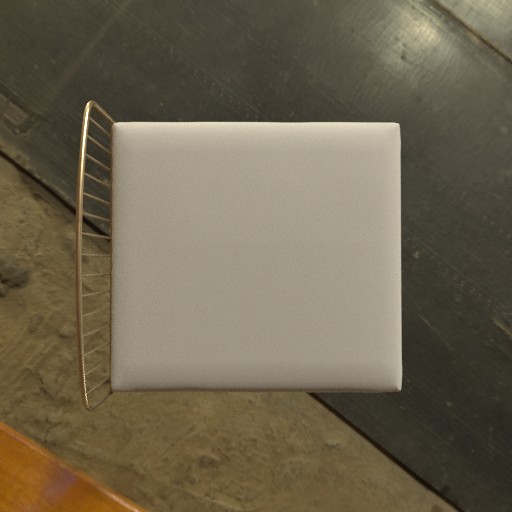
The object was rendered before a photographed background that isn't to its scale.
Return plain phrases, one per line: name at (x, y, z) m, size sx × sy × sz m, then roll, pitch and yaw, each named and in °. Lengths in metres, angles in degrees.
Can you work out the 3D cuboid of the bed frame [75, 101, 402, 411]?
bed frame at (0.000, 0.000, 3.210) m, size 2.152 × 1.174 × 2.016 m, roll 0°, pitch 89°, yaw 0°
